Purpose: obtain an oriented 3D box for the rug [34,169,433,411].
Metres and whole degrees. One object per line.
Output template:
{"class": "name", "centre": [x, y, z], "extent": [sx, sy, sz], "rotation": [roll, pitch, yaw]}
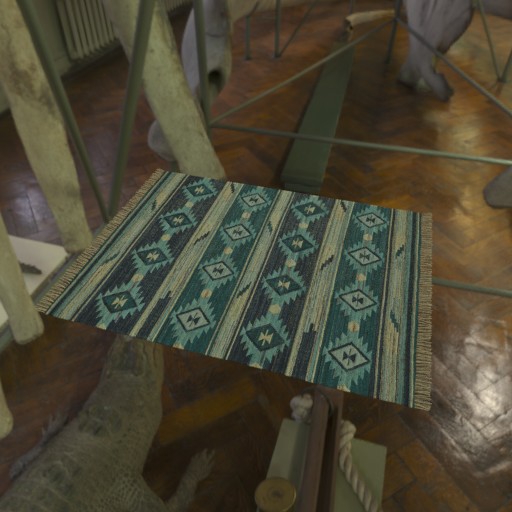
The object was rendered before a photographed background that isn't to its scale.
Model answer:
{"class": "rug", "centre": [0.000, 0.000, 4.309], "extent": [3.307, 0.047, 2.418], "rotation": [11, 43, 12]}
